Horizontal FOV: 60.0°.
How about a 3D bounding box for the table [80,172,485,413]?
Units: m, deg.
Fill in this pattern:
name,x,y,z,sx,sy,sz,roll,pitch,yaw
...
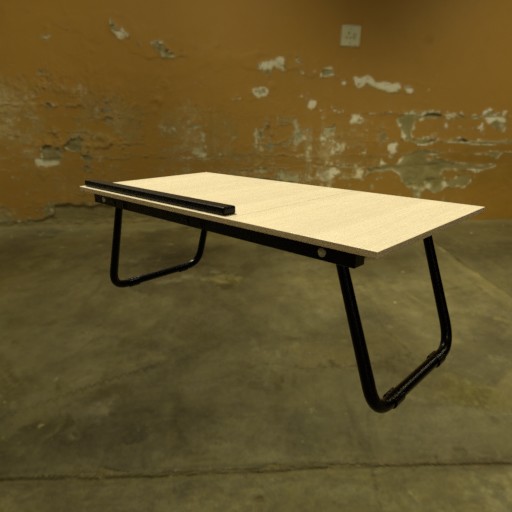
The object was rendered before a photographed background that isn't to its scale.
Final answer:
name,x,y,z,sx,sy,sz,roll,pitch,yaw
table,0.000,0.000,0.795,0.644,0.242,0.322,16,23,41
